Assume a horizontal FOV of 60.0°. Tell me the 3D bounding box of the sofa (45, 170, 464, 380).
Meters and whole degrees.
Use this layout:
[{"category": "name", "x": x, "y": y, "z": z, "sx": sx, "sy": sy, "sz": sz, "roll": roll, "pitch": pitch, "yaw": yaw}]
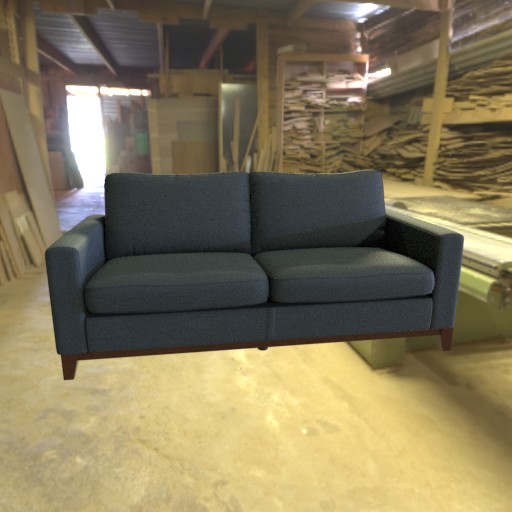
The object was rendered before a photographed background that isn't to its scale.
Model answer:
[{"category": "sofa", "x": 0.000, "y": 0.000, "z": 2.387, "sx": 1.900, "sy": 0.865, "sz": 0.877, "roll": -2, "pitch": 15, "yaw": -9}]
